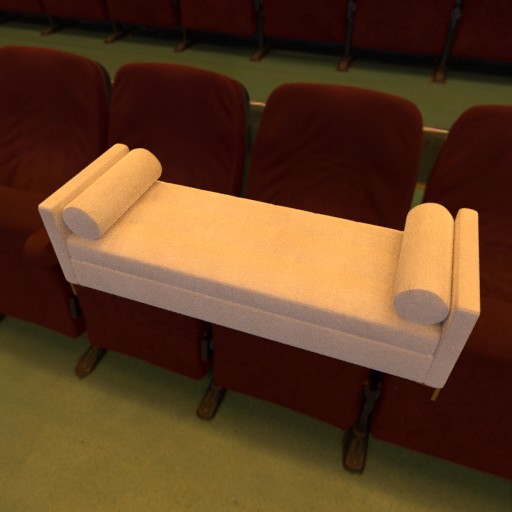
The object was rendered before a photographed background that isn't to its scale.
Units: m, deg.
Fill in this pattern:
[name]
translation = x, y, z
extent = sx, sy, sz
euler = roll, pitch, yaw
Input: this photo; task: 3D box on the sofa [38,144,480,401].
[sofa]
translation = 0.000, 0.000, 2.293
extent = 1.981, 0.635, 0.686
euler = 13, 43, 15
